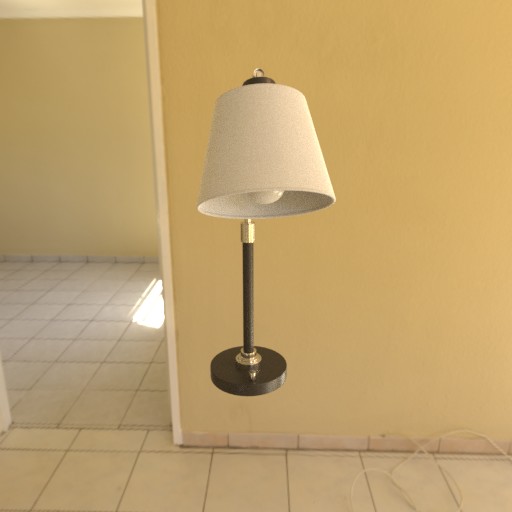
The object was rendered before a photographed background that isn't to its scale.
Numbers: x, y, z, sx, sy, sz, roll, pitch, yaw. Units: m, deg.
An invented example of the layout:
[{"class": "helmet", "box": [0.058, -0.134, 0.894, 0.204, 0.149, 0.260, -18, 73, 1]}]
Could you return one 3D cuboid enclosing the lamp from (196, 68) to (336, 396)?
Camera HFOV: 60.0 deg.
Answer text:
[{"class": "lamp", "box": [0.000, 0.000, 0.694, 0.181, 0.539, 0.348, -2, 16, -8]}]
